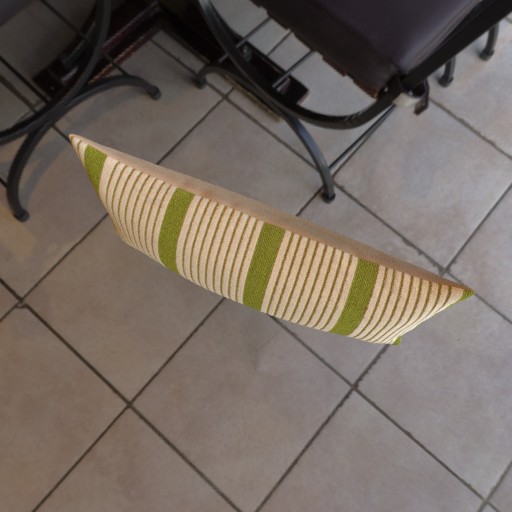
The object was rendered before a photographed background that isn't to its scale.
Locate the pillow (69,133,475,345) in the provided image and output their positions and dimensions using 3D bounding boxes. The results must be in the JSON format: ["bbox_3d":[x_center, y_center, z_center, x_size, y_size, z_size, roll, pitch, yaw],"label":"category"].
[{"bbox_3d":[0.000,0.000,0.743,0.608,0.292,0.156,22,76,5],"label":"pillow"}]
